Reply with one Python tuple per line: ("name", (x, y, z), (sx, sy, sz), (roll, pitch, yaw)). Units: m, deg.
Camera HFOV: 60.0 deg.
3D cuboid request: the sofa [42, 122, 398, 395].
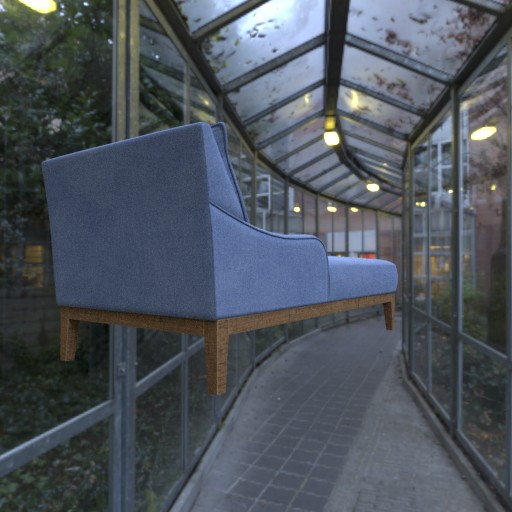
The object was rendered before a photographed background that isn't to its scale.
("sofa", (0.000, 0.000, 2.260), (0.904, 0.883, 1.779), (-1, -1, 35))
